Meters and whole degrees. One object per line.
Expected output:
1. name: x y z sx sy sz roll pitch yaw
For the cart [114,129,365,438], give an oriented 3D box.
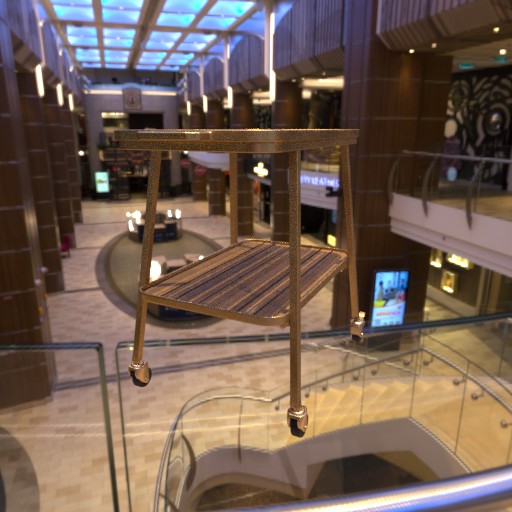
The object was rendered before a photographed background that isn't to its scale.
1. cart: 0.000 0.000 1.277 0.524 0.700 0.806 8 18 25
